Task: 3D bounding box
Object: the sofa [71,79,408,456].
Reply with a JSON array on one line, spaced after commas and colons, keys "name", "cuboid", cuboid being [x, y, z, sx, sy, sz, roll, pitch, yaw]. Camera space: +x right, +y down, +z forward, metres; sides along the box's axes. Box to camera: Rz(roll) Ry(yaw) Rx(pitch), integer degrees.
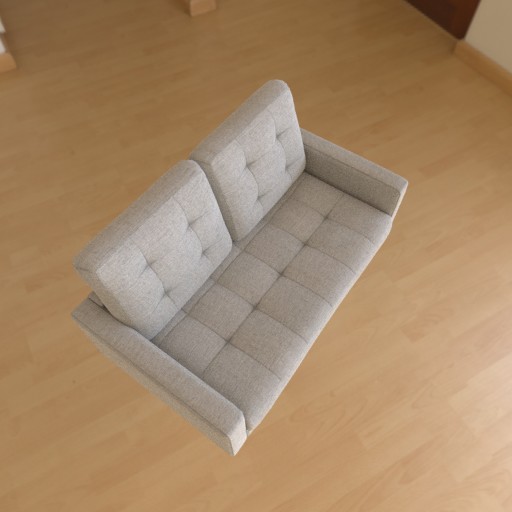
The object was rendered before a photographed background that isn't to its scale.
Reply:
[{"name": "sofa", "cuboid": [0.000, 0.000, 1.990, 0.842, 0.907, 1.407, 31, 63, 18]}]
